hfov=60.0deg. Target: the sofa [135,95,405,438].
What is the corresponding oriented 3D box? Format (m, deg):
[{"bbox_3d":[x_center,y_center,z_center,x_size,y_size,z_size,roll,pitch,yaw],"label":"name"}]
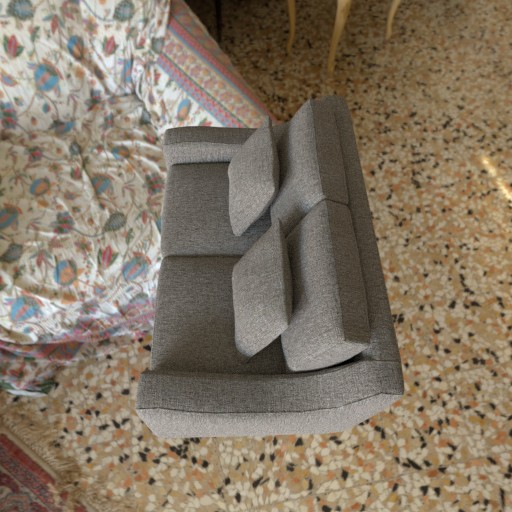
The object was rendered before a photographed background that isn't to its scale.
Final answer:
[{"bbox_3d":[0.000,0.000,2.435,1.120,0.991,1.778,-1,59,-1],"label":"sofa"}]
